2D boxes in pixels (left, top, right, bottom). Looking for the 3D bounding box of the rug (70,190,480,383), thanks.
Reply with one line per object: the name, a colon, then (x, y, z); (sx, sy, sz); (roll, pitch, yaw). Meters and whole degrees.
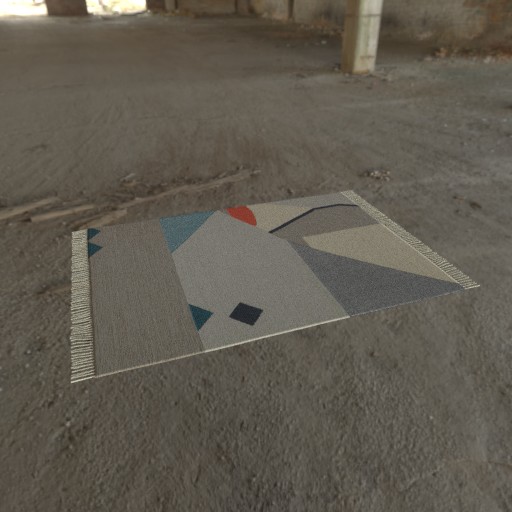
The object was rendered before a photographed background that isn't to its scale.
rug: (0.000, 0.000, 2.324); (1.828, 0.005, 1.220); (-10, 33, -16)
